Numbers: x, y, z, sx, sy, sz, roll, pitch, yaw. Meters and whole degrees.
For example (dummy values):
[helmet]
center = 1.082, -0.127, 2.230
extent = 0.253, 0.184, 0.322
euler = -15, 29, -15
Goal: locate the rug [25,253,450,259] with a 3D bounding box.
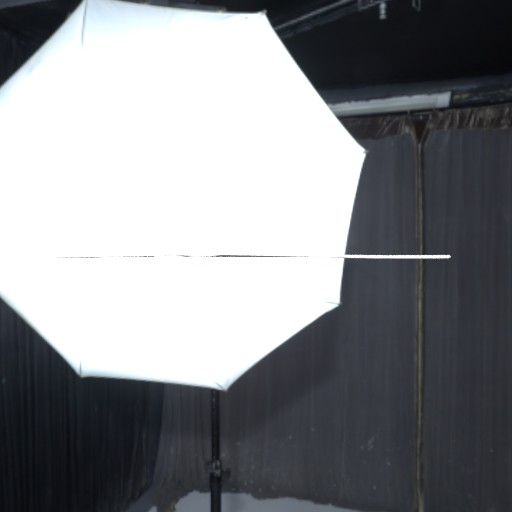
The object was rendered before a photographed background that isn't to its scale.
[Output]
[rug]
center = 0.000, 0.000, 5.038
extent = 3.778, 0.053, 2.873
euler = 0, 0, 18
